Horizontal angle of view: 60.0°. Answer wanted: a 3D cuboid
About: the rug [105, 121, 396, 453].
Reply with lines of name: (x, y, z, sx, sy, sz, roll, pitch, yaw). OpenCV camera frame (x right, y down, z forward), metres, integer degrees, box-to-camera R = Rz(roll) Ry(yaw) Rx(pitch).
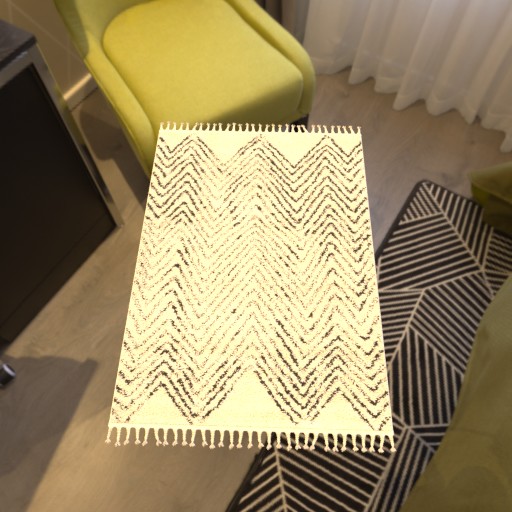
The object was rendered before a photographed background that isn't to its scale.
rug: (0.000, 0.000, 2.285, 1.230, 0.014, 1.847, 1, 62, 1)
